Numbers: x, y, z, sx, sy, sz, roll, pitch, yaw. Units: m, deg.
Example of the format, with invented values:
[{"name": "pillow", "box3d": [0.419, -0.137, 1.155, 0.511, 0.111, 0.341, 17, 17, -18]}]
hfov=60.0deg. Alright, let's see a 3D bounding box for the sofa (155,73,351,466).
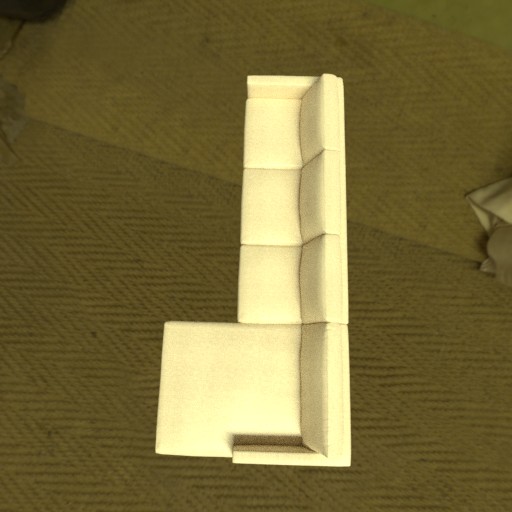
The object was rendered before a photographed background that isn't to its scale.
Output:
[{"name": "sofa", "box3d": [0.000, 0.000, 4.102, 1.603, 0.954, 3.471, 2, 76, 0]}]
